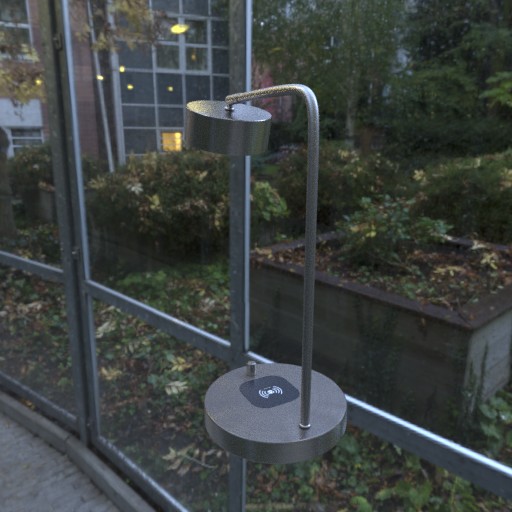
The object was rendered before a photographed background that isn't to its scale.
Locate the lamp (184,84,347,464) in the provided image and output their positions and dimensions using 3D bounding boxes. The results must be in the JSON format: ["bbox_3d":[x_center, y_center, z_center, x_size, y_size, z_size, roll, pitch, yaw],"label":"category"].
[{"bbox_3d":[0.000,0.000,0.663,0.211,0.469,0.334,-7,16,-27],"label":"lamp"}]
